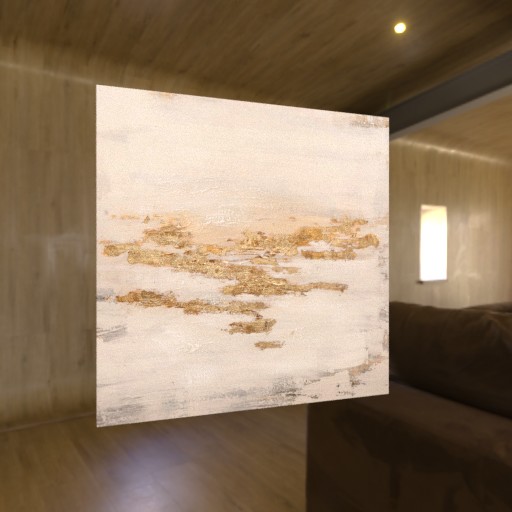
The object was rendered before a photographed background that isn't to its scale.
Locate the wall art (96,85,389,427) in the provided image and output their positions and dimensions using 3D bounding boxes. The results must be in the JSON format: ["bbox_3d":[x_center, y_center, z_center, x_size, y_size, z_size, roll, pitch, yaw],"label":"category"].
[{"bbox_3d":[0.000,0.000,1.111,0.753,0.755,0.038,0,0,-18],"label":"wall art"}]
